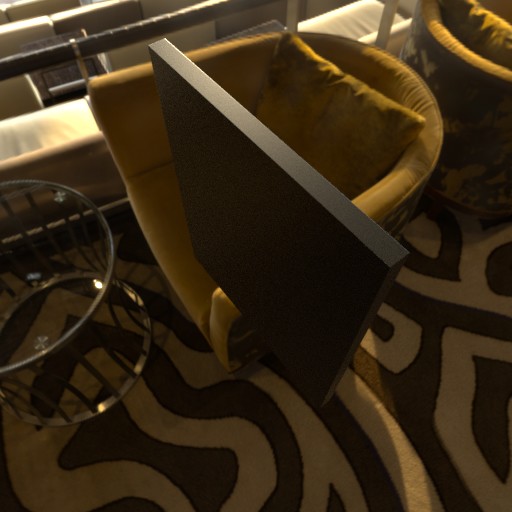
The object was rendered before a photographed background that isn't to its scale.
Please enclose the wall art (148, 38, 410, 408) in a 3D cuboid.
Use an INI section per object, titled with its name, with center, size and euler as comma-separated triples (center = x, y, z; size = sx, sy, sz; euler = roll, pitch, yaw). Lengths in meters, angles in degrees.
[wall art]
center = 0.000, 0.000, 0.763
size = 0.028, 0.557, 0.457
euler = -33, 64, -19
